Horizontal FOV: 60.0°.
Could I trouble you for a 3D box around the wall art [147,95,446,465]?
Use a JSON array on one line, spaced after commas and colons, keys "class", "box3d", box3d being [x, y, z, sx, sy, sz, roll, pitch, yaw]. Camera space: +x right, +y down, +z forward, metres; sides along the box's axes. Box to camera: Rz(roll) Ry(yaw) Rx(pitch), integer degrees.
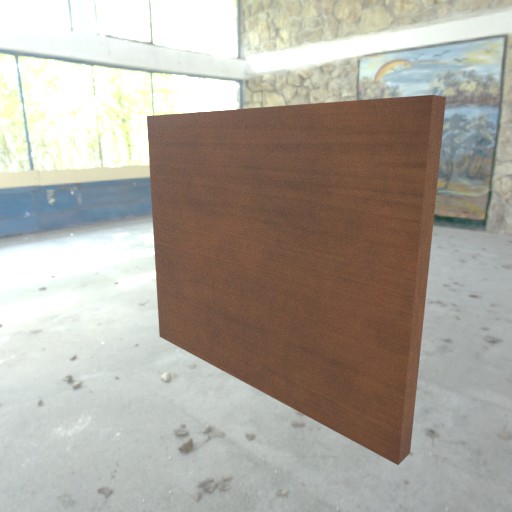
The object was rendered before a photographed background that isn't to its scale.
[{"class": "wall art", "box3d": [0.000, 0.000, 0.724, 0.558, 0.457, 0.033, 14, 20, 43]}]
